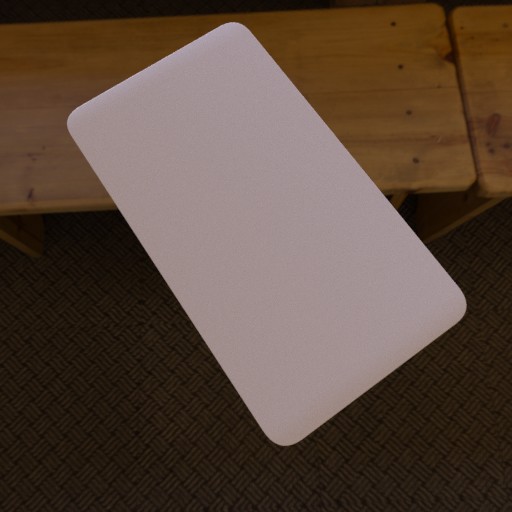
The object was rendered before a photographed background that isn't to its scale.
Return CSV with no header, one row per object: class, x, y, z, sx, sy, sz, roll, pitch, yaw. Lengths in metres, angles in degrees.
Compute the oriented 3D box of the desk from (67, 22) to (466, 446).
desk,0.000,0.000,1.239,0.446,0.760,0.790,-34,78,-8
